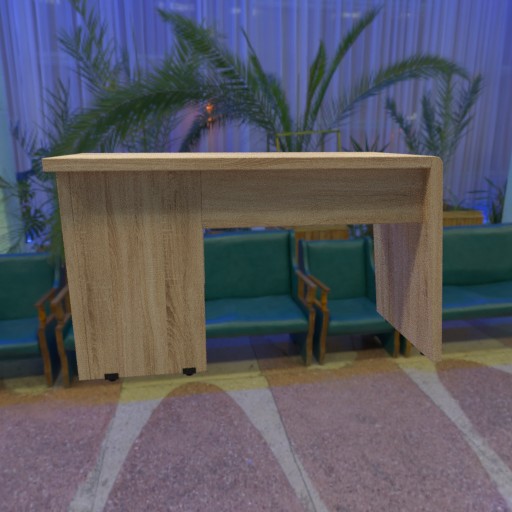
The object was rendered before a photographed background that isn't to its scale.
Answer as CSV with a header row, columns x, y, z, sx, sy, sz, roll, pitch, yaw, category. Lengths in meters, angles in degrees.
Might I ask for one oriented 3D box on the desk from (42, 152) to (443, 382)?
x,y,z,sx,sy,sz,roll,pitch,yaw,category
0.000,0.000,1.679,1.300,0.750,0.500,-2,15,-8,desk
